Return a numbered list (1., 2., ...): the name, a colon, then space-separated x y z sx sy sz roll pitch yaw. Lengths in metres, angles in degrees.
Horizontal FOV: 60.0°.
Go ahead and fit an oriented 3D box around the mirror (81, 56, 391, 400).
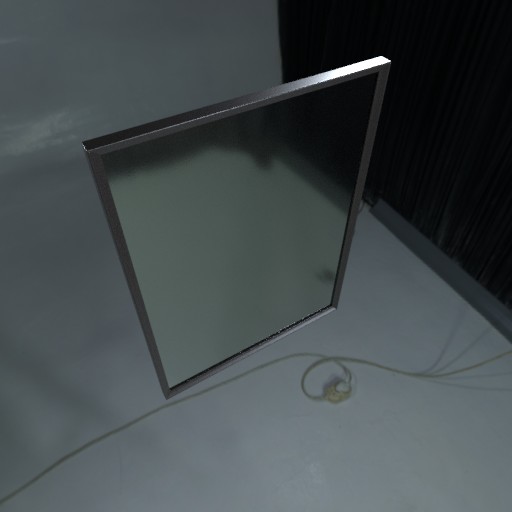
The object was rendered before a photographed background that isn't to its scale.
1. mirror: 0.000 0.000 1.339 0.762 1.016 0.041 -24 51 -21
